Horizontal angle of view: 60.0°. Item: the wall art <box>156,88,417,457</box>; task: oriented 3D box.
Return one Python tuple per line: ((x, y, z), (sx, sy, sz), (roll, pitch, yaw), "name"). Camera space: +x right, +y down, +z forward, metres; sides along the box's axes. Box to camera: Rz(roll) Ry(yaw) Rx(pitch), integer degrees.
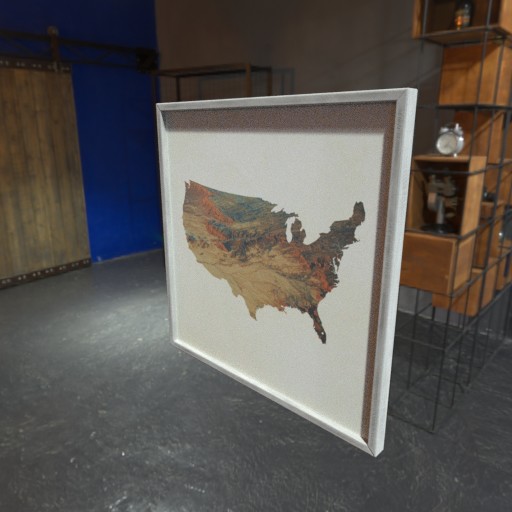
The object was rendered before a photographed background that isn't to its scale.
((0.000, 0.000, 0.450), (0.303, 0.303, 0.015), (15, 22, 42), "wall art")
